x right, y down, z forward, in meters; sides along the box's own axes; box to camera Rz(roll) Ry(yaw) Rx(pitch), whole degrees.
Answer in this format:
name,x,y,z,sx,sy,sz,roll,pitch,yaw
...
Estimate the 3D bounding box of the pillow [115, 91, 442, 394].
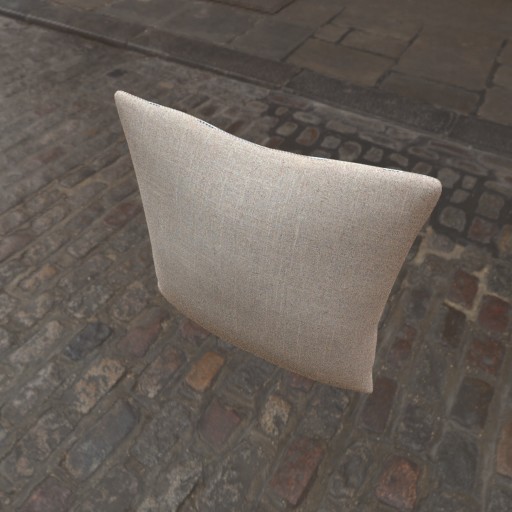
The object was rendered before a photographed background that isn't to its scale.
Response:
name,x,y,z,sx,sy,sz,roll,pitch,yaw
pillow,0.000,0.000,0.860,0.578,0.558,0.192,23,50,21
